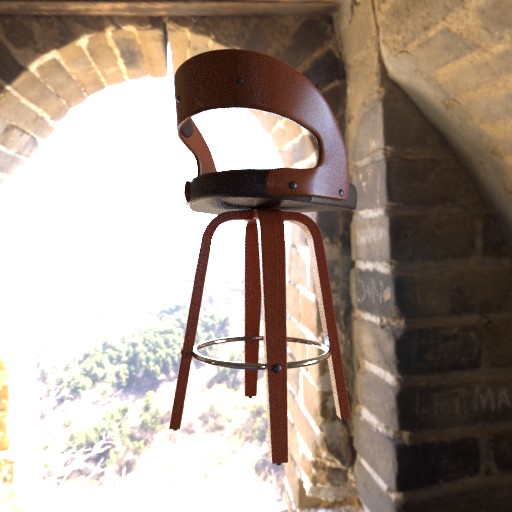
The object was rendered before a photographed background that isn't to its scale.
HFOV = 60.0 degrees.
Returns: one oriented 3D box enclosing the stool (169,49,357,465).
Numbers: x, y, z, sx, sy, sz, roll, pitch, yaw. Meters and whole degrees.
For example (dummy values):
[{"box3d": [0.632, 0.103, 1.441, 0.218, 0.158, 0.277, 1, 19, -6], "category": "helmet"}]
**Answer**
[{"box3d": [0.000, 0.000, 1.210, 0.457, 0.940, 0.457, 0, 0, 36], "category": "stool"}]
